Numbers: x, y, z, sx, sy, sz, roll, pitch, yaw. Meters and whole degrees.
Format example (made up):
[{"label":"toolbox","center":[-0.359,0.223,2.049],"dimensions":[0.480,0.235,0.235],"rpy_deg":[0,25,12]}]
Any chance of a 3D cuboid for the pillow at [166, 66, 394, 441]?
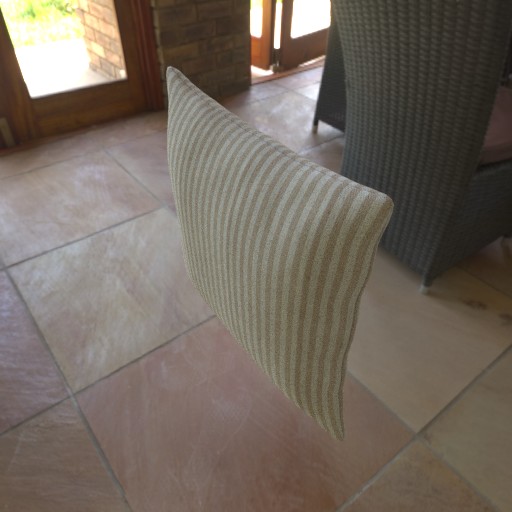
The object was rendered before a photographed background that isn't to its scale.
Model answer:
[{"label":"pillow","center":[0.000,0.000,0.778],"dimensions":[0.166,0.510,0.523],"rpy_deg":[-24,46,-26]}]
